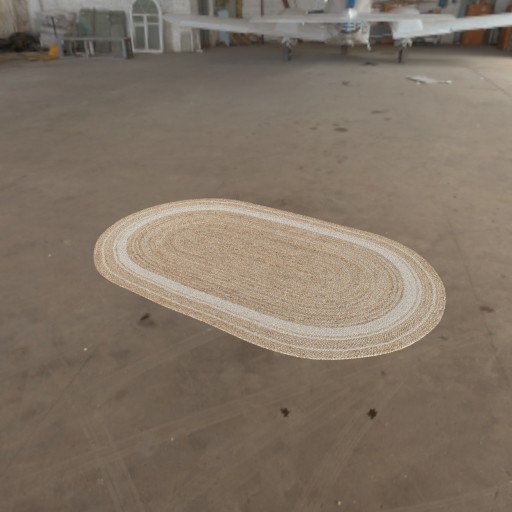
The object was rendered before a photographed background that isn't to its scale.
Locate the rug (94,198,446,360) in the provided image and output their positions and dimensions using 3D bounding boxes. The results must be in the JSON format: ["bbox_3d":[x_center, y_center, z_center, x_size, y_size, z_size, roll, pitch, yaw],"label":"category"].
[{"bbox_3d":[0.000,0.000,3.005,2.432,0.006,1.520,17,34,28],"label":"rug"}]
